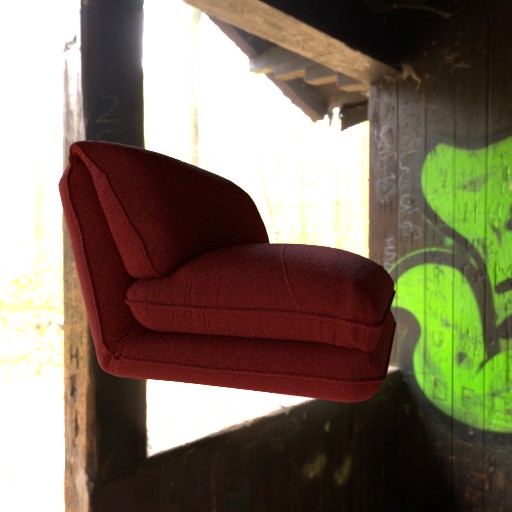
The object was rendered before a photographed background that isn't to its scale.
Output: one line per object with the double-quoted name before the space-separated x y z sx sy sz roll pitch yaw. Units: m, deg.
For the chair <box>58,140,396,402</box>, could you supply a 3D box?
"chair" 0.000 0.000 1.316 0.780 0.580 0.820 0 1 19
